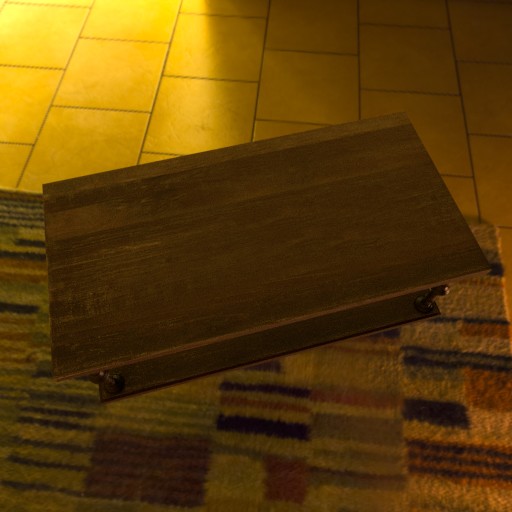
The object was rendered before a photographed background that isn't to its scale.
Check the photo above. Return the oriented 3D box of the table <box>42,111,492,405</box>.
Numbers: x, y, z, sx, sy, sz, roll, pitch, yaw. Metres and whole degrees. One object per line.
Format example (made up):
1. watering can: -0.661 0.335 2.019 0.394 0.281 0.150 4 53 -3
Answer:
1. table: 0.000 0.000 1.344 1.088 0.373 0.554 -13 64 -7
